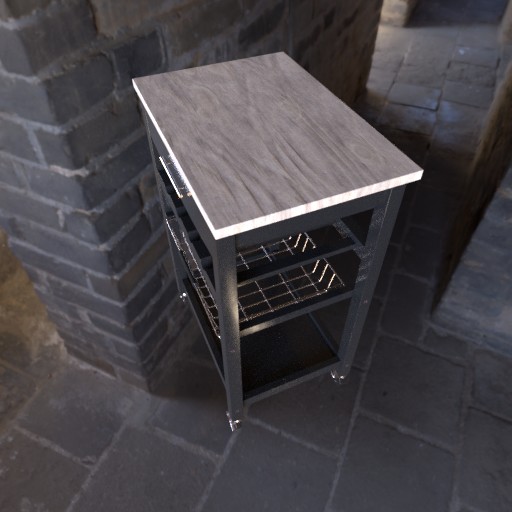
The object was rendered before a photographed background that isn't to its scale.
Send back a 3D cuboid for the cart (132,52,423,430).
[{"bbox_3d":[0.000,0.000,1.228,0.403,0.839,0.584,-18,49,-16],"label":"cart"}]
